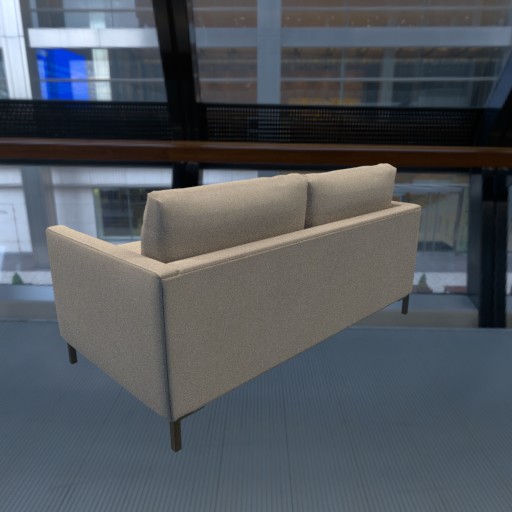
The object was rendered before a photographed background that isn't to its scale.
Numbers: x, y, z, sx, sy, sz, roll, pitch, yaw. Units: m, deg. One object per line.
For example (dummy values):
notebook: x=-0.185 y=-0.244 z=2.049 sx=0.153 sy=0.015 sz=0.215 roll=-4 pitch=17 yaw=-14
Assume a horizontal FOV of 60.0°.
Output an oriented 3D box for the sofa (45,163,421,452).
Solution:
sofa: x=0.000 y=0.000 z=2.163 sx=0.875 sy=0.840 sz=1.682 roll=16 pitch=22 yaw=43
